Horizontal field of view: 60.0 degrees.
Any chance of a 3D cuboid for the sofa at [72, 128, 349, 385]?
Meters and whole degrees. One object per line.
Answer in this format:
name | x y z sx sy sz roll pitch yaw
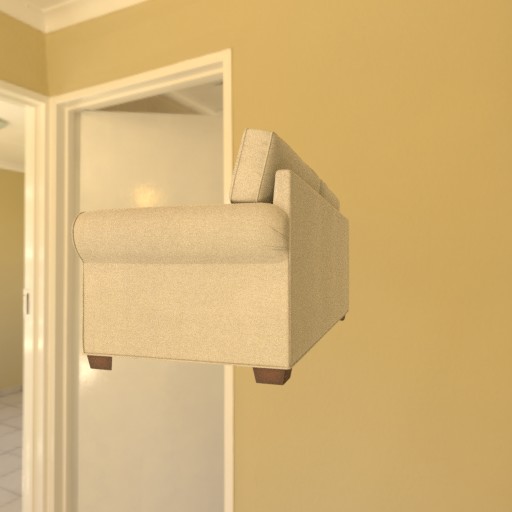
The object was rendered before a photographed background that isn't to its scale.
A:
sofa | 0.000 0.000 2.655 0.901 0.962 2.146 0 -1 18
